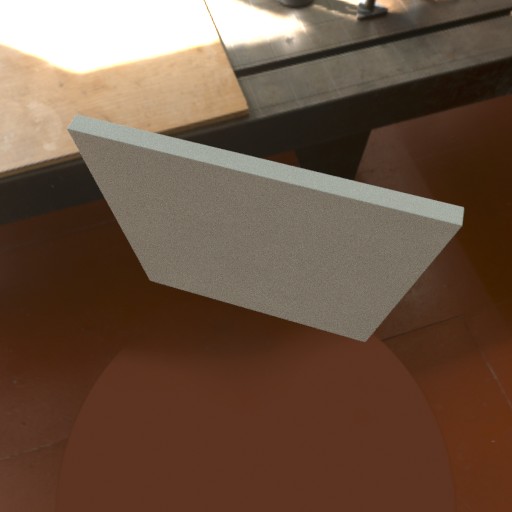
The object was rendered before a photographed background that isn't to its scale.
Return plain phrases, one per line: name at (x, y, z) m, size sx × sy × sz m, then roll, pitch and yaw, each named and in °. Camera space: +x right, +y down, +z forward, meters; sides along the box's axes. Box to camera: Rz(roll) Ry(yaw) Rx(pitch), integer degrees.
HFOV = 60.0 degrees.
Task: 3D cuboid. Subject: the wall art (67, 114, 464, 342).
wall art at (0.000, 0.000, 1.169) m, size 0.762 × 0.762 × 0.040 m, roll 15°, pitch 65°, yaw 7°
